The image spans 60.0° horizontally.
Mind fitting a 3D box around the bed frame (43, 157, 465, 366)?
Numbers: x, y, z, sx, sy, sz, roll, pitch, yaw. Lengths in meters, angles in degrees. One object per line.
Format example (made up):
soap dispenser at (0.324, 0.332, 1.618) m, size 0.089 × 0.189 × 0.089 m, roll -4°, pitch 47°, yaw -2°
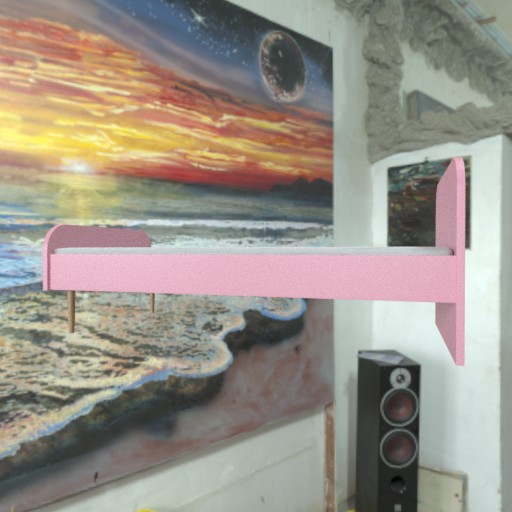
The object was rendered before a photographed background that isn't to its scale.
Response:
bed frame at (0.000, 0.000, 2.432) m, size 1.963 × 0.805 × 0.998 m, roll 0°, pitch 1°, yaw 18°
